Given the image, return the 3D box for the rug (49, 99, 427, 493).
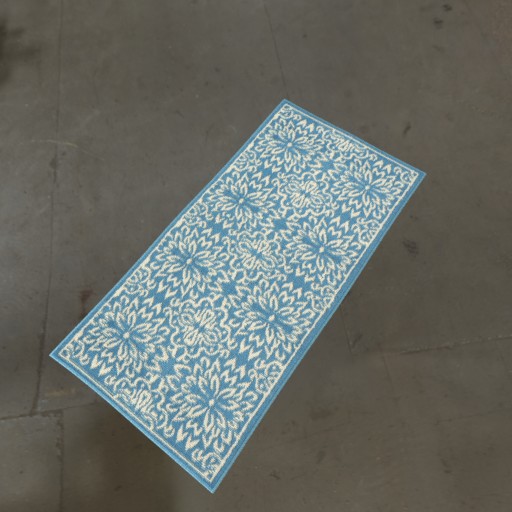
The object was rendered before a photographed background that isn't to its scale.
[{"bbox_3d":[0.000,0.000,1.418,0.604,0.007,1.219,33,69,15],"label":"rug"}]
